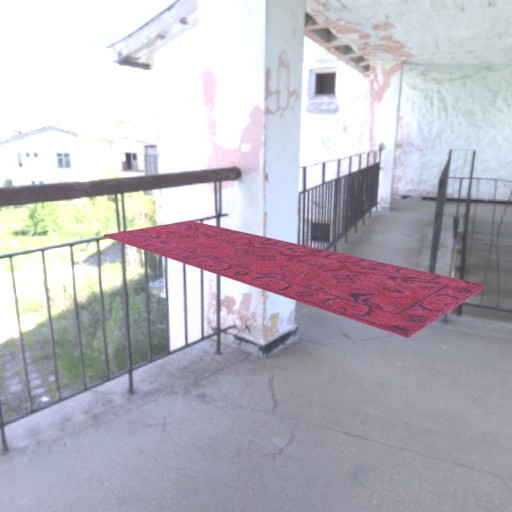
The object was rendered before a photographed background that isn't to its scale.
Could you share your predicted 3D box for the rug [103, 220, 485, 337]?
[{"bbox_3d":[0.000,0.000,2.772,0.813,0.018,2.439,-15,21,-43],"label":"rug"}]
